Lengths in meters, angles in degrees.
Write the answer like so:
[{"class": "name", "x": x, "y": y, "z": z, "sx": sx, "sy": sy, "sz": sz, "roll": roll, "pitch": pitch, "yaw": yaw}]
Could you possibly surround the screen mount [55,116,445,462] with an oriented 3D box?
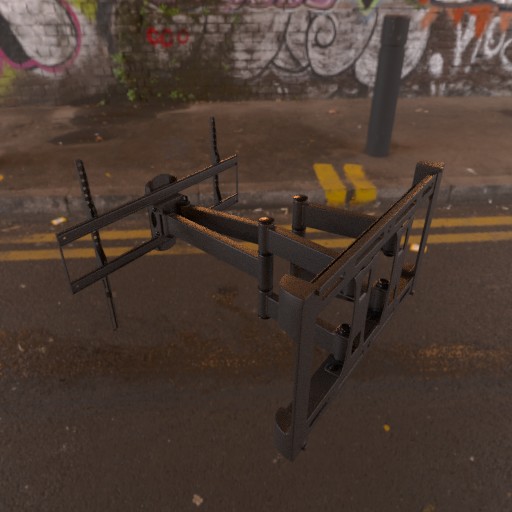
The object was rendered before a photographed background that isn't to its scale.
[{"class": "screen mount", "x": 0.000, "y": 0.000, "z": 1.091, "sx": 0.644, "sy": 0.491, "sz": 0.661, "roll": 21, "pitch": 37, "yaw": 30}]
